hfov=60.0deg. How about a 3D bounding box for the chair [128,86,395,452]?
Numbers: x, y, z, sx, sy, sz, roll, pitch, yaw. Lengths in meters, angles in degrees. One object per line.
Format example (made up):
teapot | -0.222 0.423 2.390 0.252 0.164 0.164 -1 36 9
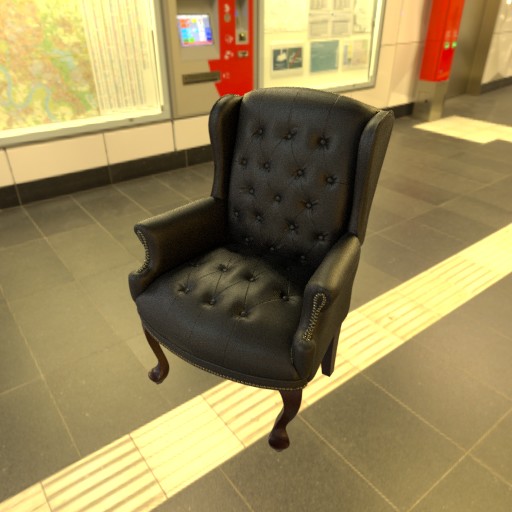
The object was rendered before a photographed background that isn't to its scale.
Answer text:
chair | 0.000 0.000 1.699 0.831 1.133 0.822 18 35 28
